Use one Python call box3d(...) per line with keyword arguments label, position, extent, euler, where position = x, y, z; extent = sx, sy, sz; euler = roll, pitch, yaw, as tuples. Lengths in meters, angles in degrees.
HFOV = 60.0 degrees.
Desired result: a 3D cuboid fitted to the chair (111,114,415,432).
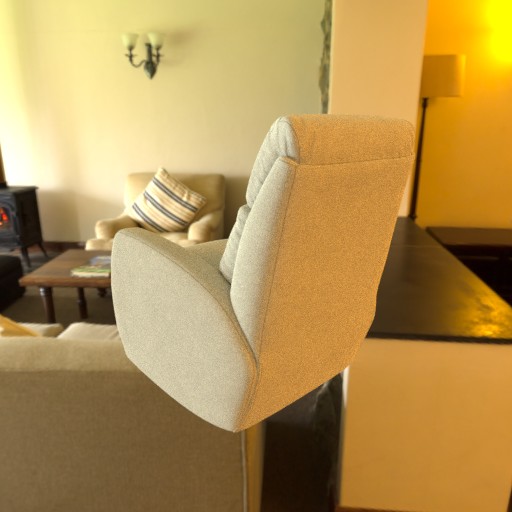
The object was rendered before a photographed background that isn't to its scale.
box3d(label="chair", position=(0.000, 0.000, 1.683), extent=(0.812, 1.015, 0.941), euler=(-15, 22, -41))
